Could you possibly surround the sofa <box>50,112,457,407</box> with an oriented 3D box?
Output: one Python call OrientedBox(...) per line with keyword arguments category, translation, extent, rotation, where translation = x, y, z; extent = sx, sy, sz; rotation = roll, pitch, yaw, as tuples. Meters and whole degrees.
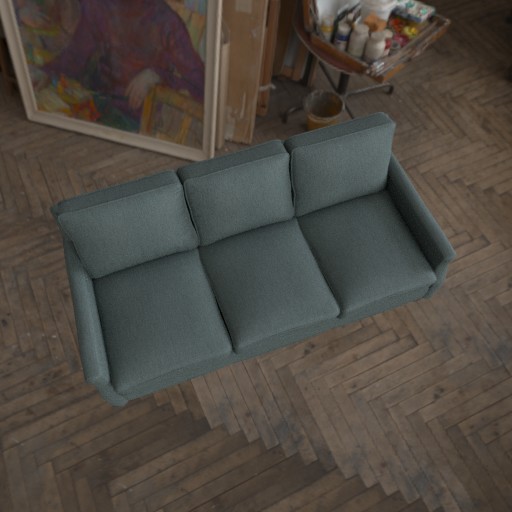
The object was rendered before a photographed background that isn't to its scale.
OrientedBox(category="sofa", translation=(0.000, 0.000, 2.799), extent=(2.246, 1.003, 1.084), rotation=(-18, 65, -8))
